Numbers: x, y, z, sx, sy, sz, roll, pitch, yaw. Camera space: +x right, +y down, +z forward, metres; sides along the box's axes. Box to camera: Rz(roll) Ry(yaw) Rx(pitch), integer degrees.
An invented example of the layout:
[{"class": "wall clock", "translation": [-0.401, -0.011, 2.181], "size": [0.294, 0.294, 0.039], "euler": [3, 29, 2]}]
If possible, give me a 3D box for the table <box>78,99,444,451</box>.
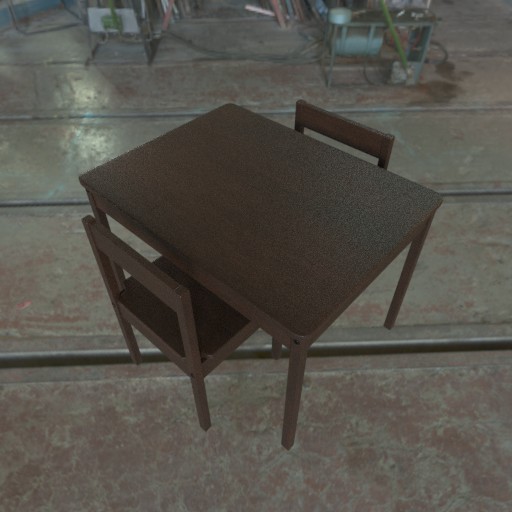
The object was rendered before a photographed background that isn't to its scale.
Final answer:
[{"class": "table", "translation": [0.000, 0.000, 1.120], "size": [0.650, 0.503, 0.672], "euler": [33, 53, 28]}]
